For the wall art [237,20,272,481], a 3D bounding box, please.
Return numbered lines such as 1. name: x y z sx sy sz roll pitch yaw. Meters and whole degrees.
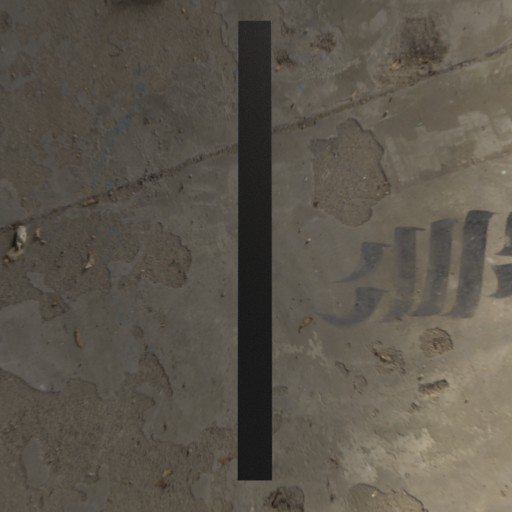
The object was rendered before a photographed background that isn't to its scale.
1. wall art: 0.000 0.000 0.739 0.037 0.506 0.506 0 87 0
